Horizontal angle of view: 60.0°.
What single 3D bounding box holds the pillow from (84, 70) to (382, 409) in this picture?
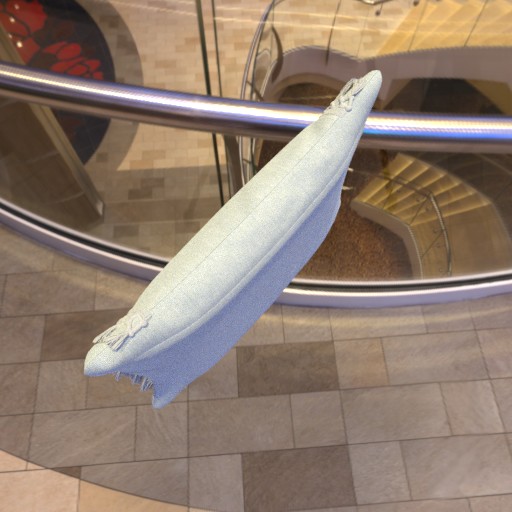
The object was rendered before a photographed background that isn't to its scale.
[{"bbox_3d":[0.000,0.000,0.588,0.084,0.305,0.466,37,70,16],"label":"pillow"}]
